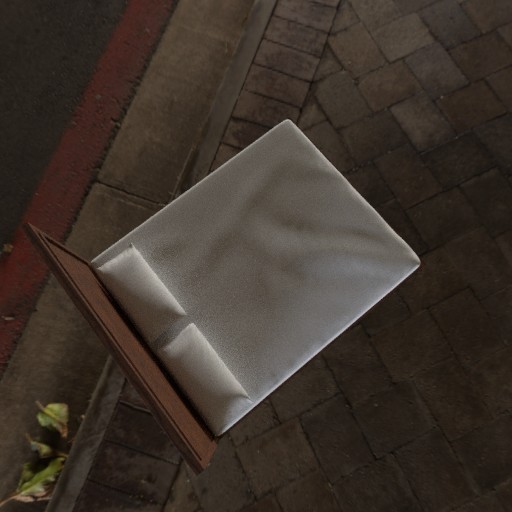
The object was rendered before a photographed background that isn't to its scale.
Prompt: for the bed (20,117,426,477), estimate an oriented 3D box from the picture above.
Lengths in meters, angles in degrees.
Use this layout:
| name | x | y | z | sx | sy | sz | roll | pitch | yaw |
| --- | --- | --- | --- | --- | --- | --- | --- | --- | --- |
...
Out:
| name | x | y | z | sx | sy | sz | roll | pitch | yaw |
| --- | --- | --- | --- | --- | --- | --- | --- | --- | --- |
| bed | 0.000 | 0.000 | 3.377 | 2.218 | 1.487 | 1.765 | -38 | 79 | -9 |
